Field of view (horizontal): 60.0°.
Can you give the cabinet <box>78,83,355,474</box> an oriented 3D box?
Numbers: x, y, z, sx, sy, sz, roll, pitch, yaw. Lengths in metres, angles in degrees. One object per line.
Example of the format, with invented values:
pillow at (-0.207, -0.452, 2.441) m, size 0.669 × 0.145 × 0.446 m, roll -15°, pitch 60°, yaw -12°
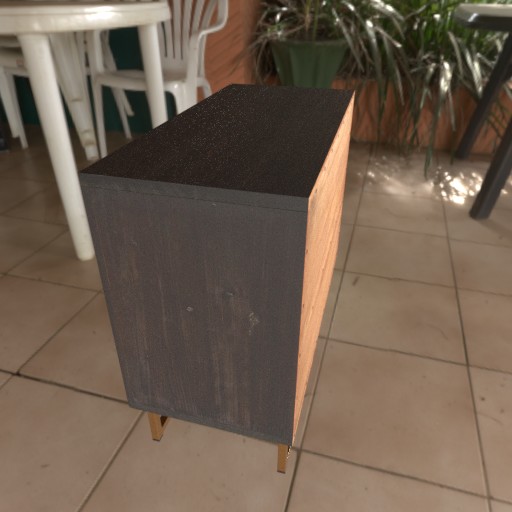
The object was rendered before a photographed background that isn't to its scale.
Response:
cabinet at (0.000, 0.000, 1.416) m, size 0.451 × 0.860 × 0.950 m, roll 8°, pitch 32°, yaw 13°
